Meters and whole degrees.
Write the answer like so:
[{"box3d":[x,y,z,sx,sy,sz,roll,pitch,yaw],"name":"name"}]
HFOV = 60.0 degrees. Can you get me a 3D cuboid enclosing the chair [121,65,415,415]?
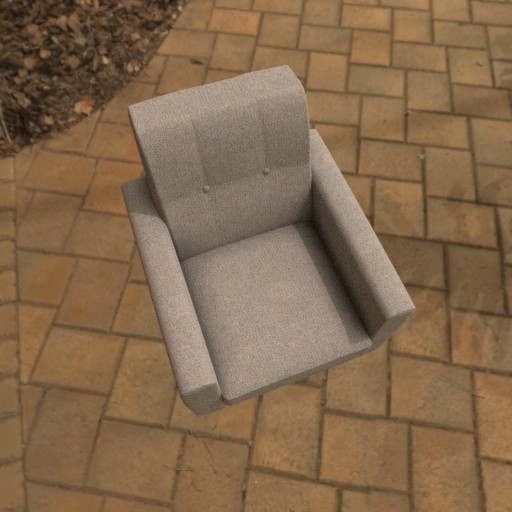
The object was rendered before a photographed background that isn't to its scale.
[{"box3d":[0.000,0.000,1.742,0.845,0.968,0.942,-18,64,-9],"name":"chair"}]
